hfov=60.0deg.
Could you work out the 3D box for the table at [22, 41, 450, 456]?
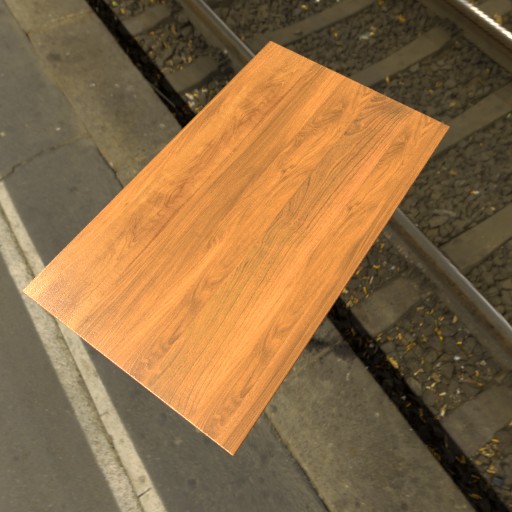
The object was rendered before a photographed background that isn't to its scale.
[{"bbox_3d":[0.000,0.000,1.672,0.714,0.760,1.205,32,68,14],"label":"table"}]
